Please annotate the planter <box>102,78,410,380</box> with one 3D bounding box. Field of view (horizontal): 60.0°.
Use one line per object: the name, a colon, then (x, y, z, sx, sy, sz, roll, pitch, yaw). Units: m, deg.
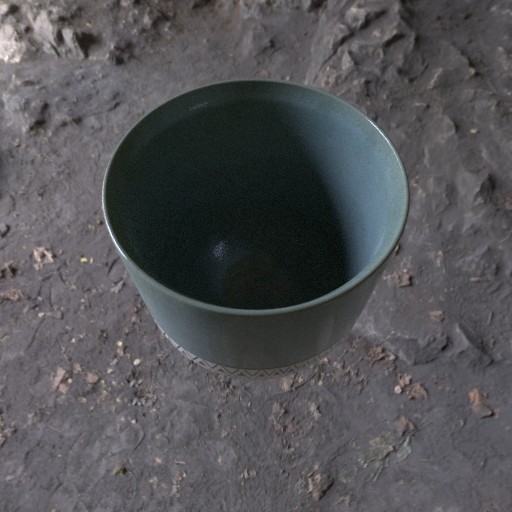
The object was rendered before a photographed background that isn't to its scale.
planter: (0.000, 0.000, 0.502, 0.266, 0.270, 0.266, 0, 58, 0)
